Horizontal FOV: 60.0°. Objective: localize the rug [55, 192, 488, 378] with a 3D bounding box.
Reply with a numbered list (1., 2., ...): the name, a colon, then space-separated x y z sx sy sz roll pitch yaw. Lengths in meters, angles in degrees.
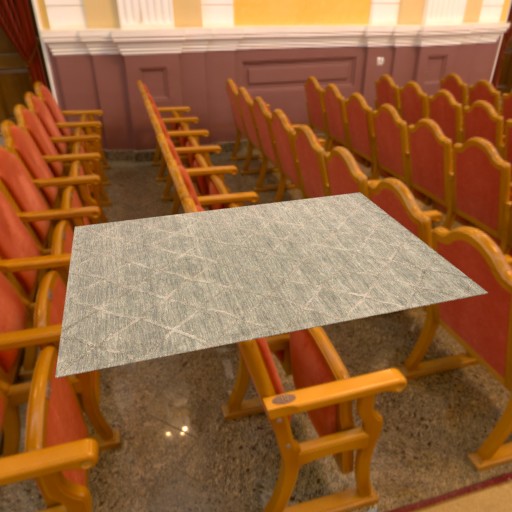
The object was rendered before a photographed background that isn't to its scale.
1. rug: 0.000 0.000 2.852 2.283 0.006 1.521 -8 32 -14
